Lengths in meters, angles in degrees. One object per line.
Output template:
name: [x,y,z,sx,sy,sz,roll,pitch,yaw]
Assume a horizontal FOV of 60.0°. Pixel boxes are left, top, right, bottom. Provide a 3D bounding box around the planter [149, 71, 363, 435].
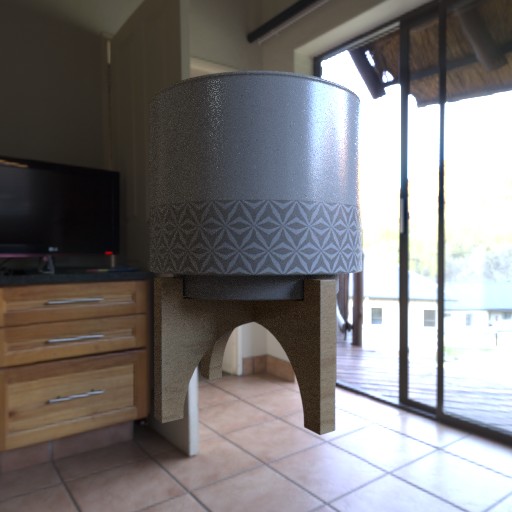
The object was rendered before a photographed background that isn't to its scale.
planter: [0.000,0.000,0.532,0.249,0.343,0.249,0,0,0]
